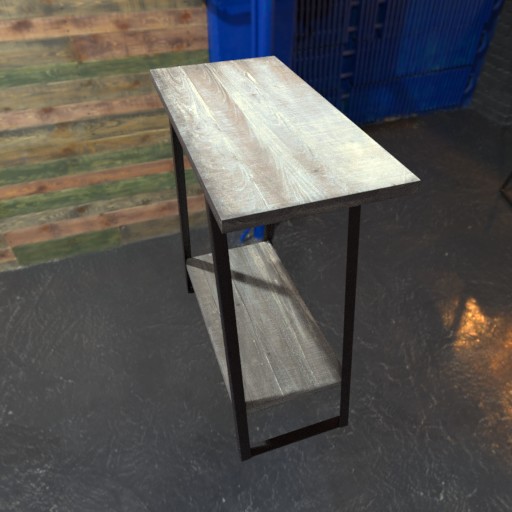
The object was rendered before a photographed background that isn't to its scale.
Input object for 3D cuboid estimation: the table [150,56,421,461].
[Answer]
[{"bbox_3d":[0.000,0.000,1.047,0.300,0.701,0.599,-13,43,-14],"label":"table"}]
